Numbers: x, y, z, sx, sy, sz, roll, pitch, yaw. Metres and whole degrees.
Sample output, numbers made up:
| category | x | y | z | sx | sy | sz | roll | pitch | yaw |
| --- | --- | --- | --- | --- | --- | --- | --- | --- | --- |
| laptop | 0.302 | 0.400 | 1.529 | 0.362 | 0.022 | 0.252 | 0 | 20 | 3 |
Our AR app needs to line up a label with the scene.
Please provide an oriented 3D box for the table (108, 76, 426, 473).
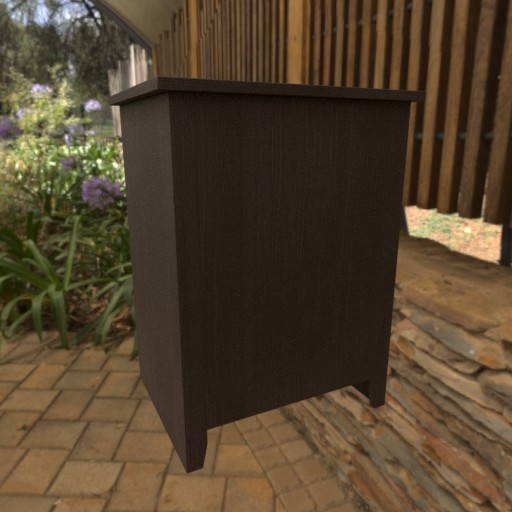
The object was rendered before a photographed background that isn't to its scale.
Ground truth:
| category | x | y | z | sx | sy | sz | roll | pitch | yaw |
| --- | --- | --- | --- | --- | --- | --- | --- | --- | --- |
| table | 0.000 | 0.000 | 0.924 | 0.480 | 0.635 | 0.381 | -8 | 17 | -26 |
